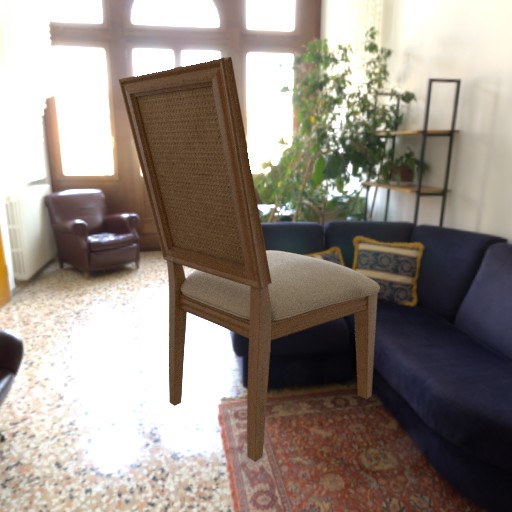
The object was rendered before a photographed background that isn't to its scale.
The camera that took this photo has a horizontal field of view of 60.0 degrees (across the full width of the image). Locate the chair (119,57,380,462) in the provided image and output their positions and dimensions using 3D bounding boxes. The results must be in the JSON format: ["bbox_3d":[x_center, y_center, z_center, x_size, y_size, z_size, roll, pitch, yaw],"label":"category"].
[{"bbox_3d":[0.000,0.000,1.335,0.536,0.988,0.601,13,19,43],"label":"chair"}]
